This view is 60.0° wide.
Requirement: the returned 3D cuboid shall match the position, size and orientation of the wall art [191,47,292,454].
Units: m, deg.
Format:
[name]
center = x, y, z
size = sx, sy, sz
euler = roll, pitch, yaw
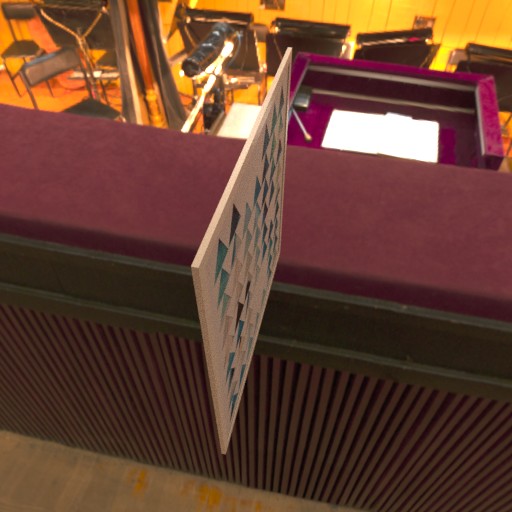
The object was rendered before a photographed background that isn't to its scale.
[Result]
[wall art]
center = 0.000, 0.000, 1.231
size = 0.012, 0.809, 0.809
euler = 10, 48, 9
